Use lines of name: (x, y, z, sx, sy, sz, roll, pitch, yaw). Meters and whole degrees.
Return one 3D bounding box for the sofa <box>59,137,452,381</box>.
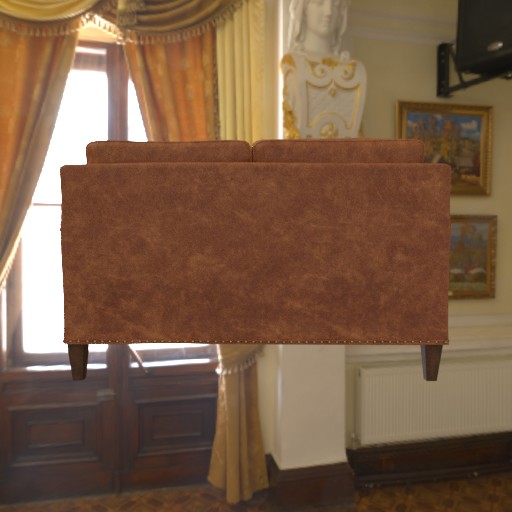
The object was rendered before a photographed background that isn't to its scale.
sofa: (0.000, 0.000, 2.221, 1.597, 1.003, 1.084, 0, 1, 0)
